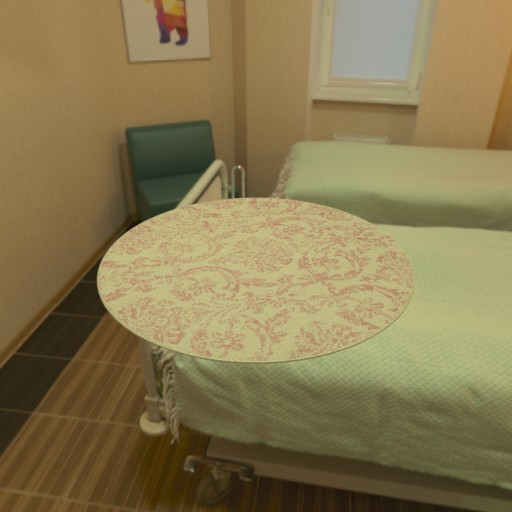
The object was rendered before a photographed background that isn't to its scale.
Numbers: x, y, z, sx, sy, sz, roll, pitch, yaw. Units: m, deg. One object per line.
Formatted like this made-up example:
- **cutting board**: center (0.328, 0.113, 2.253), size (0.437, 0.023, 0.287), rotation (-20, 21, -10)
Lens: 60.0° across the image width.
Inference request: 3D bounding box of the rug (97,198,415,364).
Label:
- **rug**: center (0.000, 0.000, 2.324), size (1.593, 0.012, 1.593), rotation (0, 30, 0)
